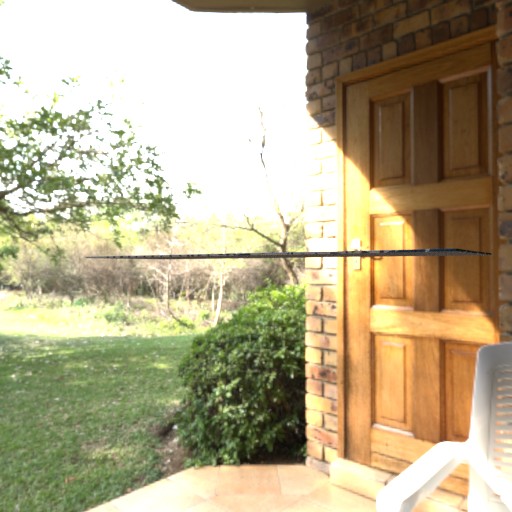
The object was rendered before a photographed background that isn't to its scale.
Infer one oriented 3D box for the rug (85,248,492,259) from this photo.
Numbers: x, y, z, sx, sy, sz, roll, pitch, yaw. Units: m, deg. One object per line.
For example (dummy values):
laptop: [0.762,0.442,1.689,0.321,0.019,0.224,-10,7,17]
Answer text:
rug: [0.000,0.000,2.681,2.435,0.011,0.750,-1,-2,37]
